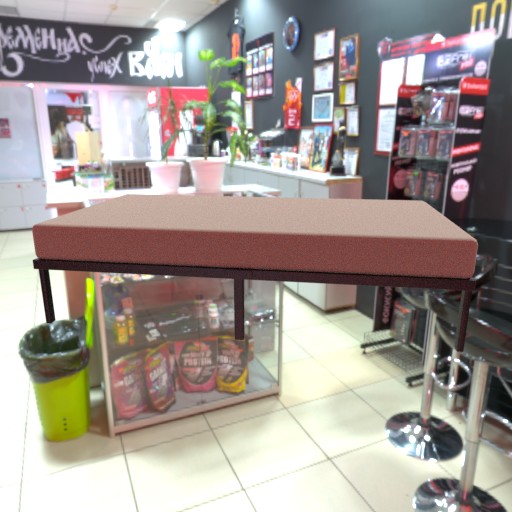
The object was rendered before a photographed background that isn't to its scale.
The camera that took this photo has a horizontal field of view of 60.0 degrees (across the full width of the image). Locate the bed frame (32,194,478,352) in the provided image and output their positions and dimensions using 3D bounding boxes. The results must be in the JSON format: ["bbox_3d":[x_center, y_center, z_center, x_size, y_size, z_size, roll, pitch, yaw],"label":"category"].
[{"bbox_3d":[0.000,0.000,3.273,2.635,0.680,1.393,2,16,8],"label":"bed frame"}]
